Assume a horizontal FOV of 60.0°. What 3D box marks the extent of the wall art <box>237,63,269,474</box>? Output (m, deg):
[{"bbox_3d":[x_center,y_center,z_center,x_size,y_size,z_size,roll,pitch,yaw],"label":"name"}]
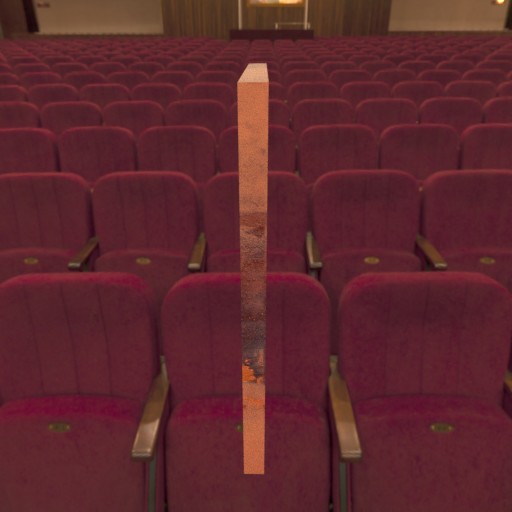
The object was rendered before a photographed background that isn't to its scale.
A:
[{"bbox_3d":[0.000,0.000,1.128,0.048,0.874,0.583,0,26,1],"label":"wall art"}]
